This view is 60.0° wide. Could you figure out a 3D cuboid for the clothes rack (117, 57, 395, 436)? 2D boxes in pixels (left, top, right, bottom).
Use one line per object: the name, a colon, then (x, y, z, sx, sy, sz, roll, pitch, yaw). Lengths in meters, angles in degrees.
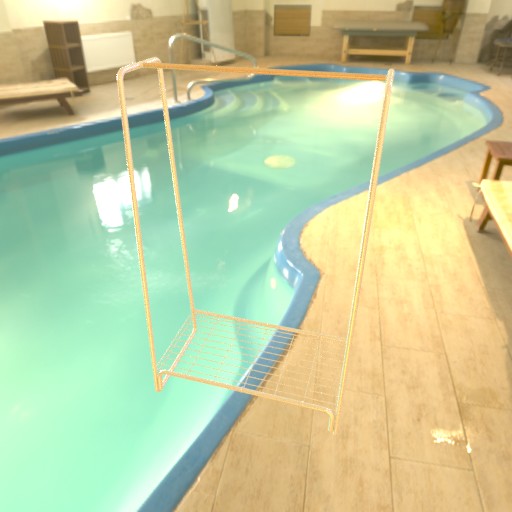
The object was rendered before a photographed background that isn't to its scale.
clothes rack: (0.000, 0.000, 1.896, 0.900, 1.500, 0.495, 9, 33, 14)
